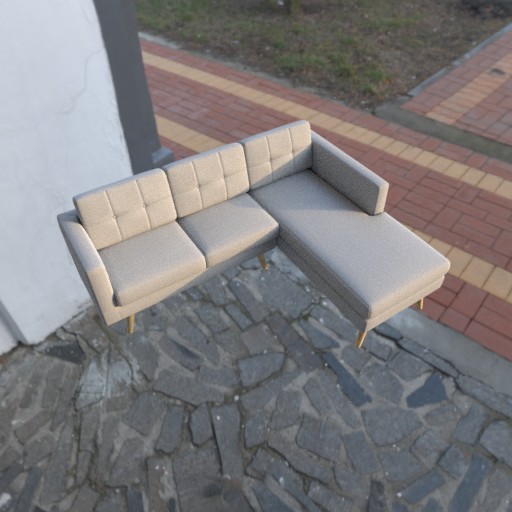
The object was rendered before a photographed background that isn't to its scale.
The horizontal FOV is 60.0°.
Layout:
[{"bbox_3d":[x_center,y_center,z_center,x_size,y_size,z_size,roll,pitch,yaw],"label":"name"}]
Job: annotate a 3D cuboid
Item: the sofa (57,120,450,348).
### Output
[{"bbox_3d":[0.000,0.000,2.920,2.040,0.860,1.530,-25,50,-23],"label":"sofa"}]
